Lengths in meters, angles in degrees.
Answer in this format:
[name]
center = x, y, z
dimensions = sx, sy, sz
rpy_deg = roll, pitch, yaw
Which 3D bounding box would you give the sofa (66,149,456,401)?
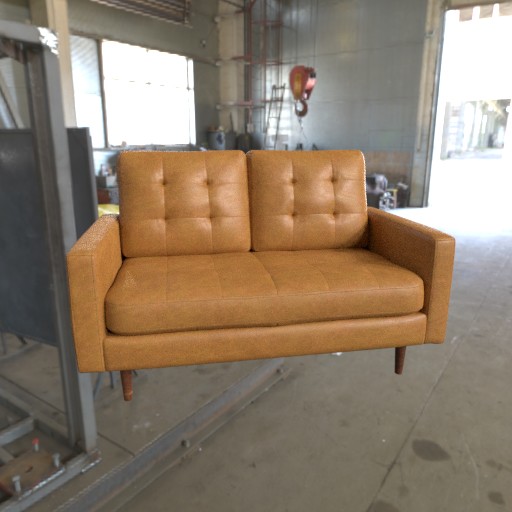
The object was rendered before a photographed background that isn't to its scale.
[sofa]
center = 0.000, 0.000, 1.961
dimensions = 1.430, 0.898, 0.868
rpy_deg = -3, 15, -10
